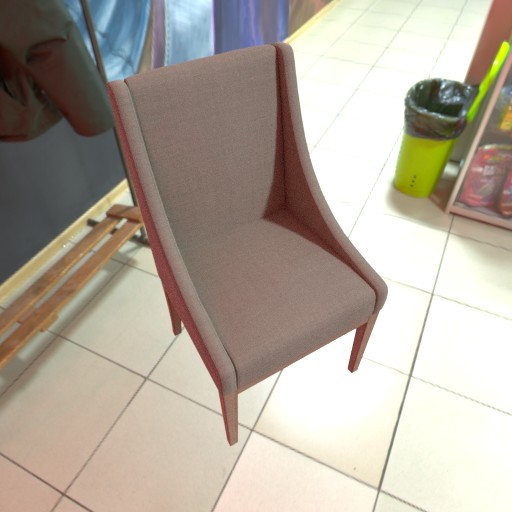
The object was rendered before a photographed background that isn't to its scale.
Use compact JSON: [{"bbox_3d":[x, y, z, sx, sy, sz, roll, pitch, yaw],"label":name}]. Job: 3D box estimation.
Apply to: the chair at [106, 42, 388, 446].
[{"bbox_3d":[0.000,0.000,1.381,0.575,1.021,0.611,-23,50,-21],"label":"chair"}]
